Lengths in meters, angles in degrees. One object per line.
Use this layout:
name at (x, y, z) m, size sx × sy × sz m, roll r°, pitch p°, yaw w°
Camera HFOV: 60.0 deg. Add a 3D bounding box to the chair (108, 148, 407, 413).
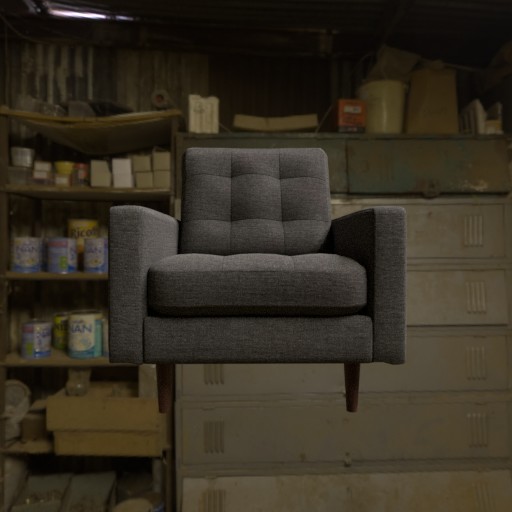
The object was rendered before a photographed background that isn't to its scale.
chair at (0.000, 0.000, 1.586) m, size 0.821 × 0.880 × 0.843 m, roll 0°, pitch 1°, yaw -1°
